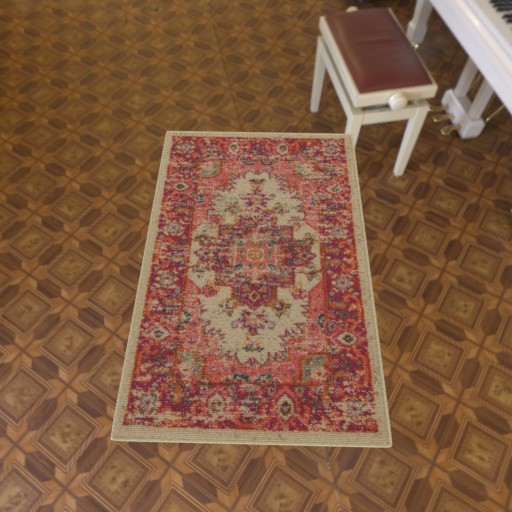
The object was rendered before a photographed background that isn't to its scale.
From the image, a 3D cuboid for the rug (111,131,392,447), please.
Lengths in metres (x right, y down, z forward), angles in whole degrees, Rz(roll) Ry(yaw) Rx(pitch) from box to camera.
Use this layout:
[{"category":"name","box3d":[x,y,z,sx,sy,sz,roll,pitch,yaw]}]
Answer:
[{"category":"rug","box3d":[0.000,0.000,1.098,0.556,0.004,0.868,1,58,1]}]
